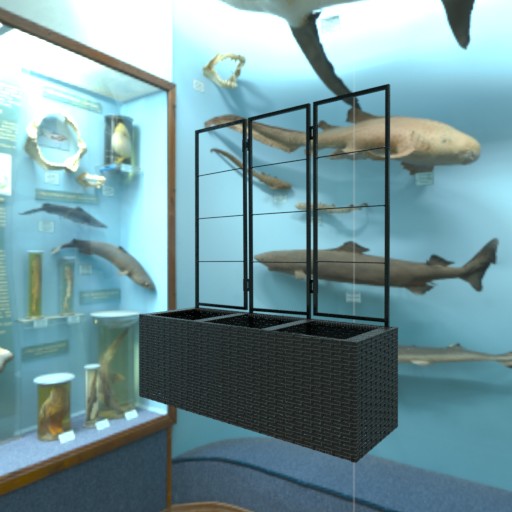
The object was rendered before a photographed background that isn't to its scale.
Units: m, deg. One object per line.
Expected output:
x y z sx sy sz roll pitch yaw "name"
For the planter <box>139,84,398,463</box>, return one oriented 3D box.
0.000 0.000 1.205 0.699 0.841 0.244 0 0 38 "planter"
